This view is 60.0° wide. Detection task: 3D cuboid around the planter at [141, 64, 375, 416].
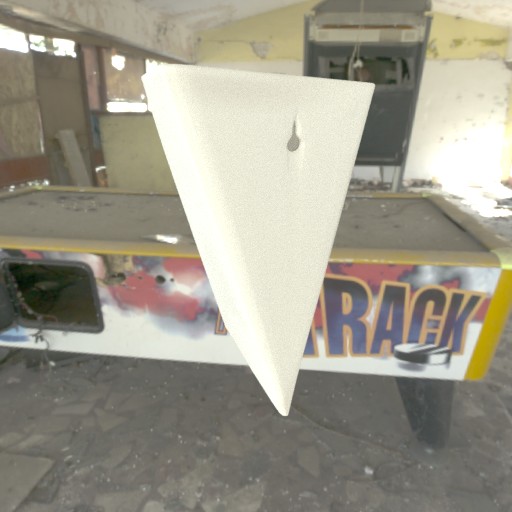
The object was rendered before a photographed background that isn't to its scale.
[{"bbox_3d":[0.000,0.000,0.265,0.150,0.197,0.060,-16,23,-41],"label":"planter"}]
